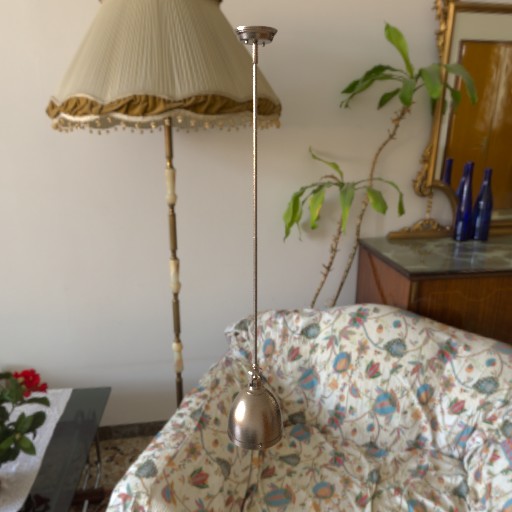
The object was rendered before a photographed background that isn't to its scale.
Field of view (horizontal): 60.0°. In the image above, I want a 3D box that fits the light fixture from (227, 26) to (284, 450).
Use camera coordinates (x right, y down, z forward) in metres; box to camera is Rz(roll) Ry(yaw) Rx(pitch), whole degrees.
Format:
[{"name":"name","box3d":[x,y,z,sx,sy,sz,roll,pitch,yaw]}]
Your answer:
[{"name":"light fixture","box3d":[0.000,0.000,1.483,0.217,1.367,0.211,-15,22,-42]}]
